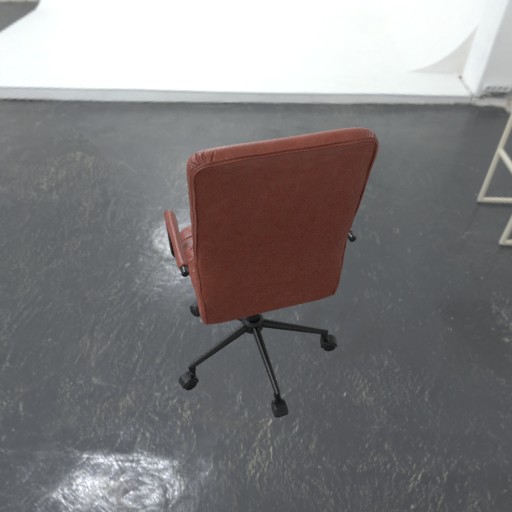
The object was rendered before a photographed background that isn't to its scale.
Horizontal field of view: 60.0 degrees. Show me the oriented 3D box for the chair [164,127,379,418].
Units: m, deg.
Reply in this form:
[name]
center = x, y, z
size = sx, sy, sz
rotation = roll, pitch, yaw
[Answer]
[chair]
center = 0.000, 0.000, 1.359
size = 0.608, 0.979, 0.580
rotation = -12, 43, -13
